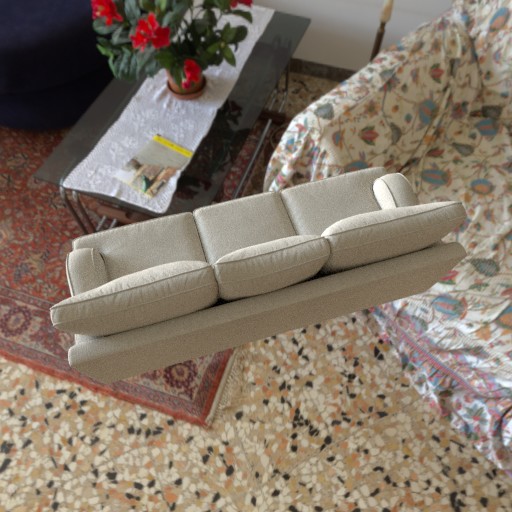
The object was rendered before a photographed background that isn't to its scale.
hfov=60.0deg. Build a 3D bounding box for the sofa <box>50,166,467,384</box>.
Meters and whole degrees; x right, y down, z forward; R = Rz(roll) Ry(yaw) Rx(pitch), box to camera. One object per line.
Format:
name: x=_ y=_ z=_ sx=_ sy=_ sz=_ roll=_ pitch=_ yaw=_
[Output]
sofa: x=0.000 y=0.000 z=2.892 sx=2.323 sy=0.991 sz=1.016 roll=-15 pitch=60 yaw=-9
